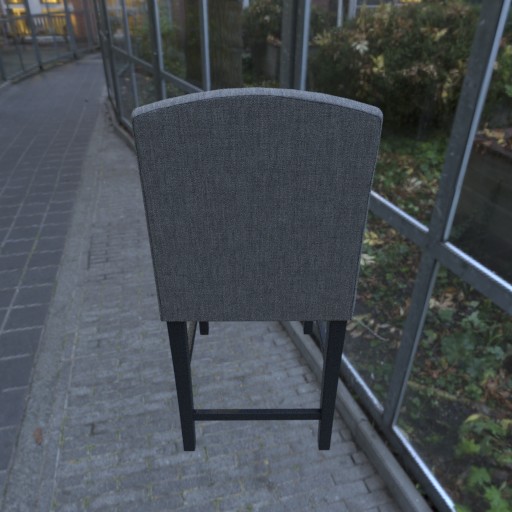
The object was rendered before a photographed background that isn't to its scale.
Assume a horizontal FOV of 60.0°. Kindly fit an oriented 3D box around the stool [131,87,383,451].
[{"bbox_3d":[0.000,0.000,1.221,0.451,0.966,0.552,0,31,0],"label":"stool"}]
